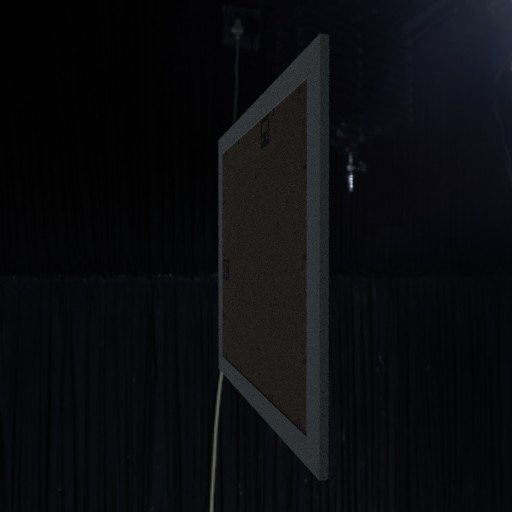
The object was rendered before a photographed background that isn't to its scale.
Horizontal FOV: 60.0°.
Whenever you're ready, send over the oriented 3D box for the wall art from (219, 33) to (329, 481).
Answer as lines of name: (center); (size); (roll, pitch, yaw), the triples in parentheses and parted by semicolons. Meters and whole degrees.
wall art: (0.000, 0.000, 0.861); (0.013, 0.584, 0.584); (0, 1, -18)
